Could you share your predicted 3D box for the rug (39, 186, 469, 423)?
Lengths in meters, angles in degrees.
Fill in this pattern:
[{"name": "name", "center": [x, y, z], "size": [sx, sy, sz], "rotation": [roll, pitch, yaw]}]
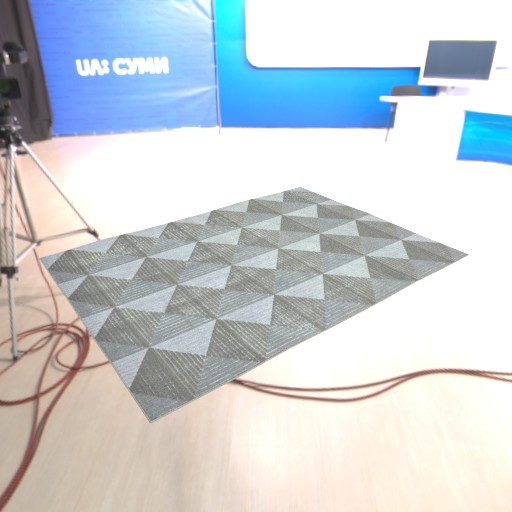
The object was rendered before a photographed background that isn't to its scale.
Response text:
[{"name": "rug", "center": [0.000, 0.000, 4.240], "size": [3.333, 0.027, 2.428], "rotation": [-20, 34, -32]}]
